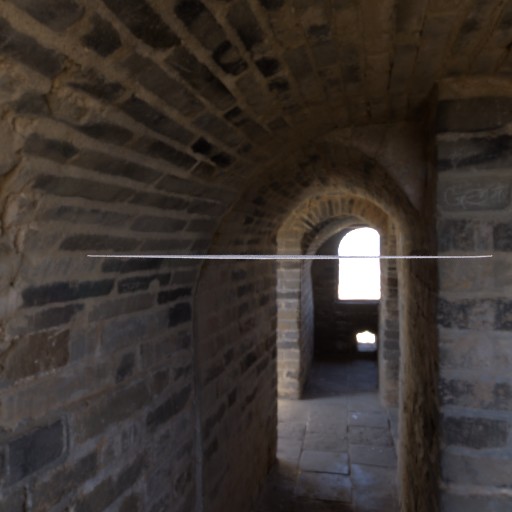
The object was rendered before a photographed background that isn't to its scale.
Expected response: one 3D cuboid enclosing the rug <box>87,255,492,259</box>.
[{"bbox_3d":[0.000,0.000,2.293,1.223,0.008,1.813,0,0,-35],"label":"rug"}]
